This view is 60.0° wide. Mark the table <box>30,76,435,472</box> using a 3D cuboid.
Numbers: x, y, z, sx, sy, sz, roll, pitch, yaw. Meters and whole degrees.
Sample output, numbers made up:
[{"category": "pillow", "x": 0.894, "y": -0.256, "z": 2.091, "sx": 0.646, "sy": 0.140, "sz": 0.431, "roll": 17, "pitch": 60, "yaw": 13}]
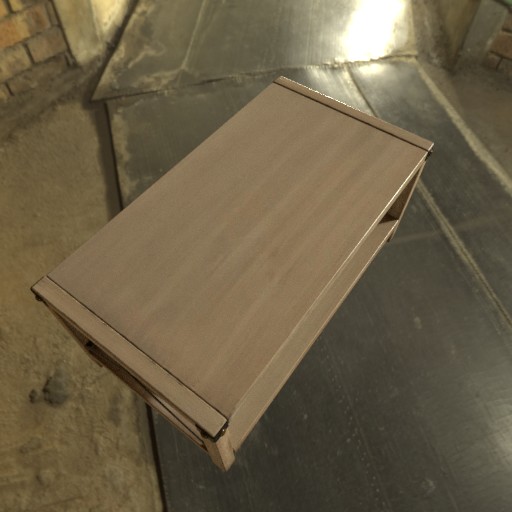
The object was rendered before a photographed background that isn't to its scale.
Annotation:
[{"category": "table", "x": 0.000, "y": 0.000, "z": 1.332, "sx": 0.559, "sy": 0.456, "sz": 1.016, "roll": 32, "pitch": 62, "yaw": 19}]
